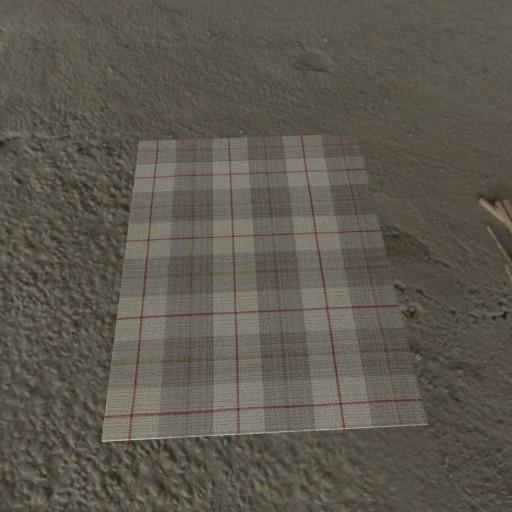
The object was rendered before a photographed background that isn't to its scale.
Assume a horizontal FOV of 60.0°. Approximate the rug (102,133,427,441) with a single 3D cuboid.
[{"bbox_3d":[0.000,0.000,3.929,2.317,0.016,2.959,-2,58,-1],"label":"rug"}]
